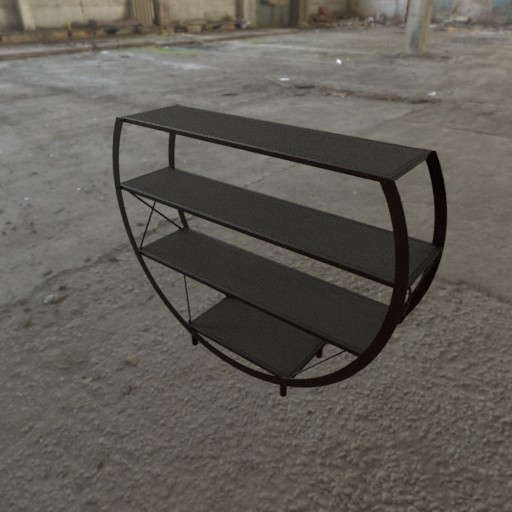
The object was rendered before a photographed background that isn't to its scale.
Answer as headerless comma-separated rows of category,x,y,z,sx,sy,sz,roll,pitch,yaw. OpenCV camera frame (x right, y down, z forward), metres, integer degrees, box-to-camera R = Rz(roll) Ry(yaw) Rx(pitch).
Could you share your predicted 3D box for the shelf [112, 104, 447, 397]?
shelf,0.000,0.000,1.907,1.403,1.063,0.344,21,36,32
